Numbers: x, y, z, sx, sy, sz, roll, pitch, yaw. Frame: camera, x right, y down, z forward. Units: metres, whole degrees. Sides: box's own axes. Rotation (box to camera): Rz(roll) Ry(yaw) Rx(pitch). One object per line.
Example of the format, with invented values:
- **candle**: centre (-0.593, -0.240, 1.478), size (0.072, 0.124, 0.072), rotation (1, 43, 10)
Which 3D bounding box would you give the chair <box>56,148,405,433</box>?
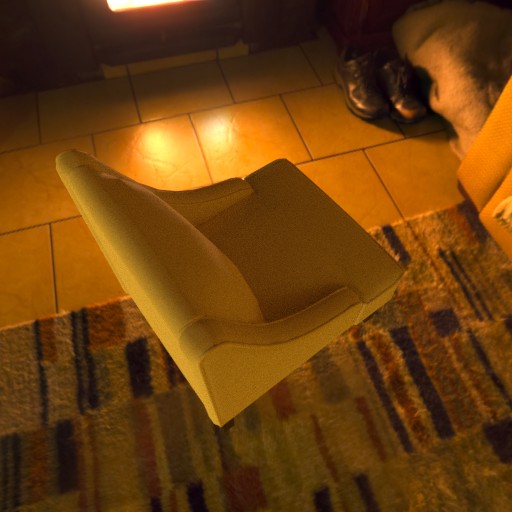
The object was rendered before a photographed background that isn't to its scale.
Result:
- **chair**: centre (0.000, 0.000, 1.479), size (0.806, 0.886, 0.689), rotation (-33, 64, -18)
